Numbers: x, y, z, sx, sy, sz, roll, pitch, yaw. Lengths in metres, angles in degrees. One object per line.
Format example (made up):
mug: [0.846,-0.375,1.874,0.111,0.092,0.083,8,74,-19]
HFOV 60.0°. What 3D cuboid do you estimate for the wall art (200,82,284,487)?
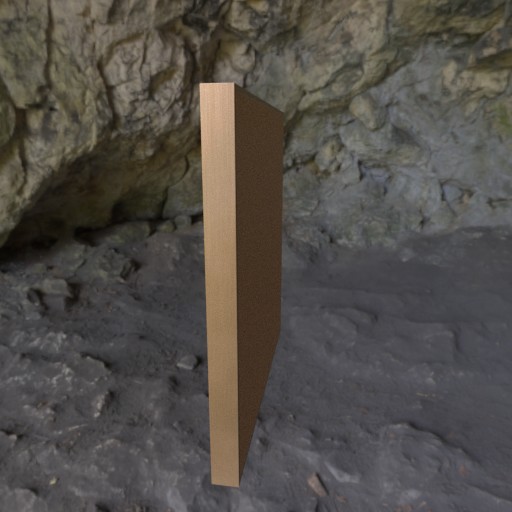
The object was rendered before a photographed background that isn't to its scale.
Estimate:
wall art: [0.000,0.000,0.780,0.038,0.511,0.513,2,15,9]
